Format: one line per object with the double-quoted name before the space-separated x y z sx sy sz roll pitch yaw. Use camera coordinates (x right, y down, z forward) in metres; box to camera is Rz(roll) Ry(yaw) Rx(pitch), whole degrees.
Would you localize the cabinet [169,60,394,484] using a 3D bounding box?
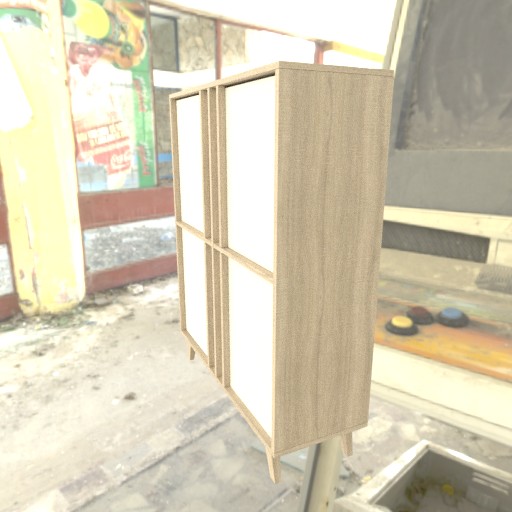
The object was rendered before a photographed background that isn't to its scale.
"cabinet" 0.000 0.000 1.920 0.398 1.388 1.111 -7 17 -25
